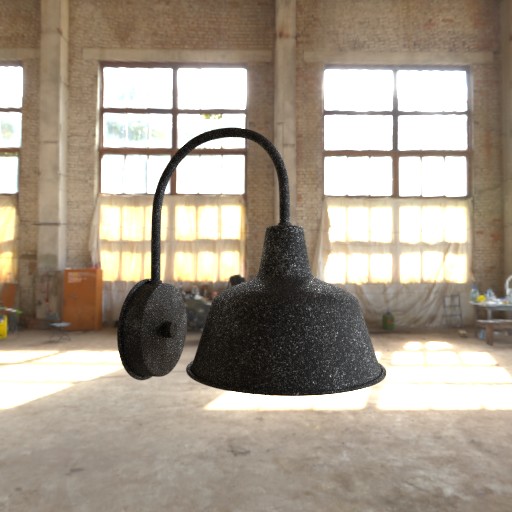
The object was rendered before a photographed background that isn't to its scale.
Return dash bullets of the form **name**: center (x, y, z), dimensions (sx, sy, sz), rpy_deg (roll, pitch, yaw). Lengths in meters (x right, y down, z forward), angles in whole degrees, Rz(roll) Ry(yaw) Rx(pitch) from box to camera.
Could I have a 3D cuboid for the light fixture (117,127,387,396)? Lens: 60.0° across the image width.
- **light fixture**: center (0.000, 0.000, 0.503), dimensions (0.283, 0.300, 0.216), rpy_deg (0, -1, 19)
